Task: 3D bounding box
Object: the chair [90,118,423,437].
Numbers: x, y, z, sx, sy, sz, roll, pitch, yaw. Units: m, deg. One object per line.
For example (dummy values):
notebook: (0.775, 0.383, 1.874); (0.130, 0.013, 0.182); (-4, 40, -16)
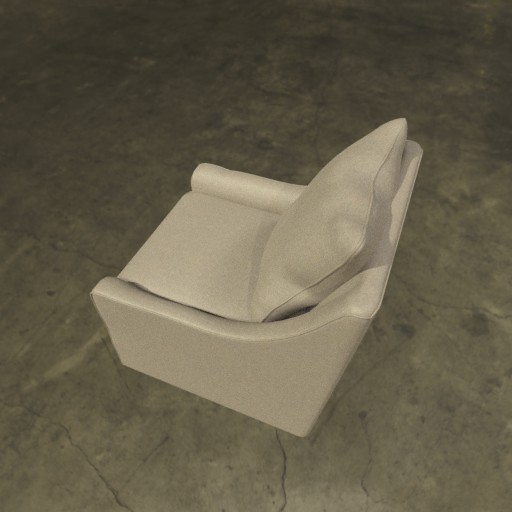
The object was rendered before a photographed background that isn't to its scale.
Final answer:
chair: (0.000, 0.000, 1.566); (0.876, 0.942, 0.760); (17, 50, 15)
